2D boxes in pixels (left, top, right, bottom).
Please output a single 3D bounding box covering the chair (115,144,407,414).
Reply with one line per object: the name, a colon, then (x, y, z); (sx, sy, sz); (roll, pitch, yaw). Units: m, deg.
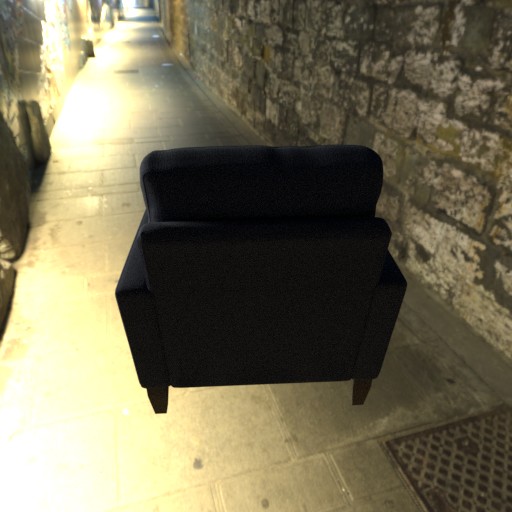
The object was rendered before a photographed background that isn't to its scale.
chair: (0.000, 0.000, 1.680); (0.855, 0.991, 0.897); (-2, 30, -3)
